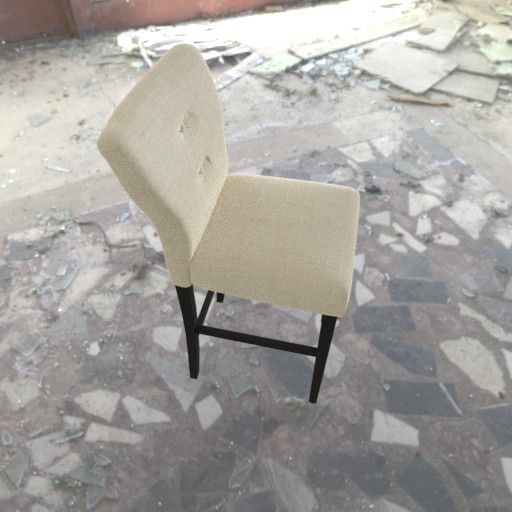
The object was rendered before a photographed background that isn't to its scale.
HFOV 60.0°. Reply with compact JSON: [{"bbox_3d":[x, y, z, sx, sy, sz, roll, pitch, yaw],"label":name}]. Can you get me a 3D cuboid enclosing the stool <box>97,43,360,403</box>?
[{"bbox_3d":[0.000,0.000,1.441,0.603,1.124,0.516,10,49,8],"label":"stool"}]
